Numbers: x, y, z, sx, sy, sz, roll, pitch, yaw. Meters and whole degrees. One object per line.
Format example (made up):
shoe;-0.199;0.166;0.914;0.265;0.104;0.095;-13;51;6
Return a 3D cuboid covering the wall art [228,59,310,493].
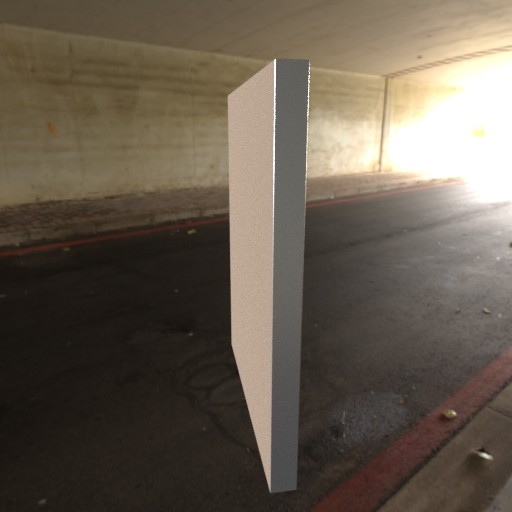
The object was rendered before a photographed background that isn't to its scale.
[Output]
wall art;0.000;0.000;0.752;0.038;0.549;0.452;-3;15;-9
